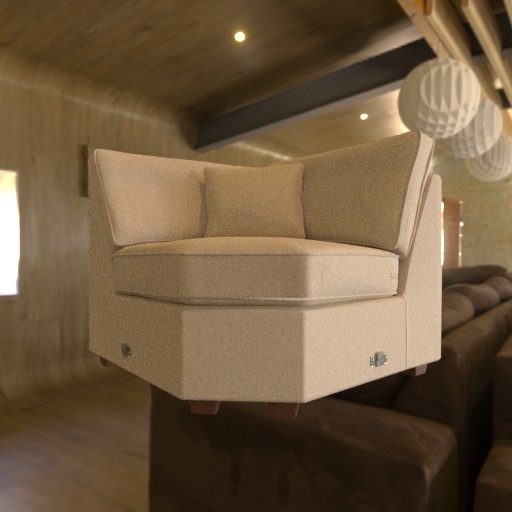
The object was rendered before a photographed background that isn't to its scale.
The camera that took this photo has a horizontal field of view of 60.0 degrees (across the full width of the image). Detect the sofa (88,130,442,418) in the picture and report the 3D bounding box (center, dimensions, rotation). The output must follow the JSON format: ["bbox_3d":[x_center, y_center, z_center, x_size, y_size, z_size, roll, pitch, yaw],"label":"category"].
[{"bbox_3d":[0.000,0.000,1.782,1.050,0.937,1.042,0,1,-38],"label":"sofa"}]
